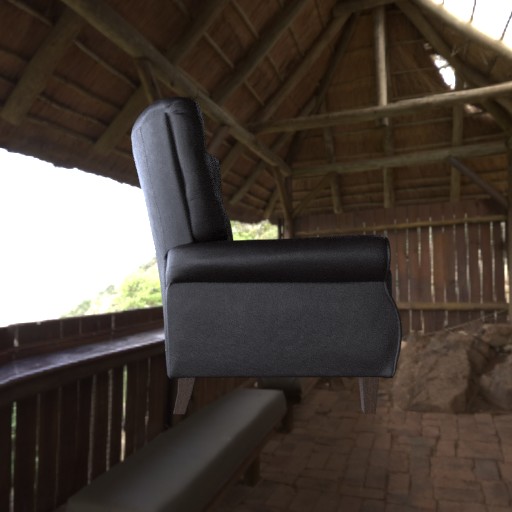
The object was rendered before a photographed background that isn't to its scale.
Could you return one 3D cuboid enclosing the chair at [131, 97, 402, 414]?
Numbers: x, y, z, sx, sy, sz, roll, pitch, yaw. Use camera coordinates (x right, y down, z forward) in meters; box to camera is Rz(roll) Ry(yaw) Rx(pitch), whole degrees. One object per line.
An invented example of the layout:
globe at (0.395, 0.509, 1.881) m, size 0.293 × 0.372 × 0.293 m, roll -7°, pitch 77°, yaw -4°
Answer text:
chair at (0.000, 0.000, 1.963) m, size 1.058 × 1.158 × 0.948 m, roll 0°, pitch -1°, yaw -1°
